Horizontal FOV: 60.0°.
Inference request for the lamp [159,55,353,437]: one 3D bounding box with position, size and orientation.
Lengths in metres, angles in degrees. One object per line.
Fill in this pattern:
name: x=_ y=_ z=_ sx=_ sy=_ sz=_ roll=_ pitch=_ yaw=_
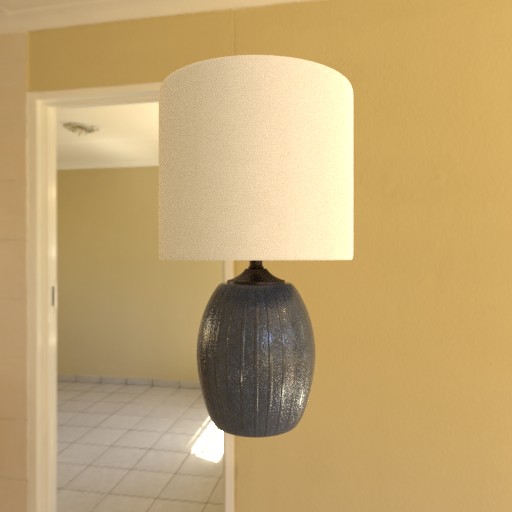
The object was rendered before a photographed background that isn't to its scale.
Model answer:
lamp: x=0.000 y=0.000 z=0.766 sx=0.329 sy=0.570 sz=0.329 roll=0 pitch=0 yaw=0
